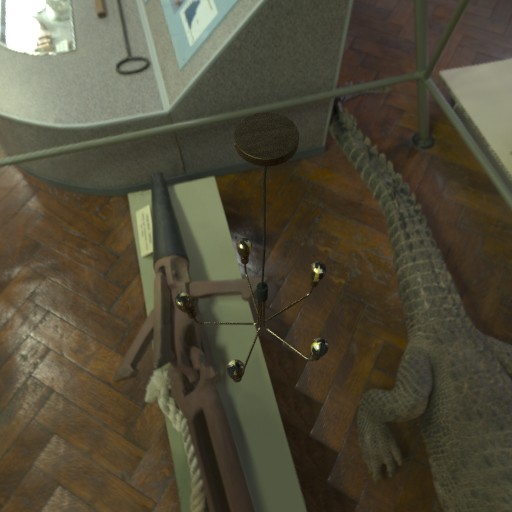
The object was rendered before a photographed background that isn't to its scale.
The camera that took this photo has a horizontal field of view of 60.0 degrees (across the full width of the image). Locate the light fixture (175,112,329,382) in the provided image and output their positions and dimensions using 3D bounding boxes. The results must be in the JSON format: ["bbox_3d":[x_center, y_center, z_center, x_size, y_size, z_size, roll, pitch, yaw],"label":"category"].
[{"bbox_3d":[0.000,0.000,1.380,0.588,1.059,0.532,-13,61,-8],"label":"light fixture"}]
